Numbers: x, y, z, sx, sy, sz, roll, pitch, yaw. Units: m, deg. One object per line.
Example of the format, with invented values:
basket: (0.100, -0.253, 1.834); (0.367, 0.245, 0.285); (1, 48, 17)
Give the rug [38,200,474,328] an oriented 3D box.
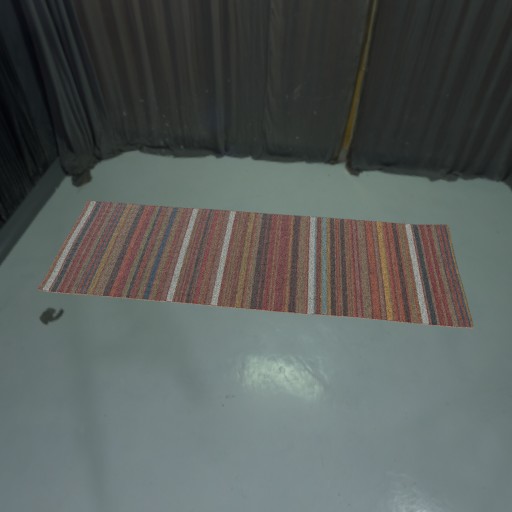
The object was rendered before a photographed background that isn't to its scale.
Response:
rug: (0.000, 0.000, 2.726); (2.444, 0.030, 0.799); (5, 48, 4)
